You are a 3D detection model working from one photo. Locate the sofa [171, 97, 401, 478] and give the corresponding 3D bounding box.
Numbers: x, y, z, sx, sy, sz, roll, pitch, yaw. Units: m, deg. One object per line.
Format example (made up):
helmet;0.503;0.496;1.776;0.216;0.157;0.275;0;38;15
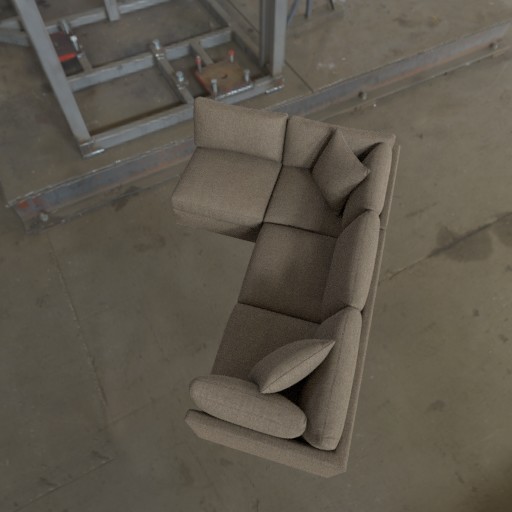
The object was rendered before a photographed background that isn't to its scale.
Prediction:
sofa;0.000;0.000;3.737;1.994;0.978;2.896;14;59;9
